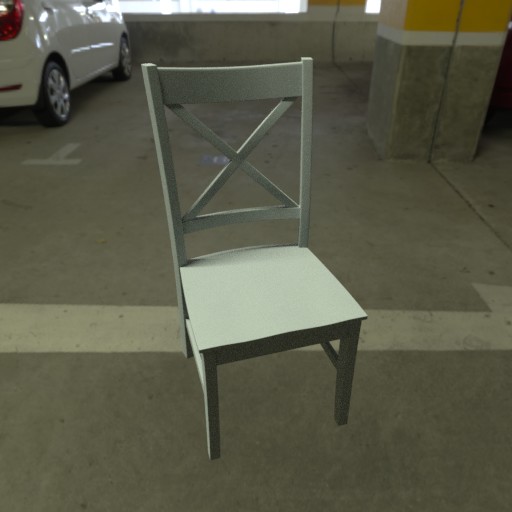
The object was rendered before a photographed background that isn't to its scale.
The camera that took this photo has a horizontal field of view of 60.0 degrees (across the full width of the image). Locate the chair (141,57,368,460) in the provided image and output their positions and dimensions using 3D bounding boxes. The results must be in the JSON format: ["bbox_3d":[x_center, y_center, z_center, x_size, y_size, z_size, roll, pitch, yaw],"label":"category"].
[{"bbox_3d":[0.000,0.000,1.279,0.485,0.983,0.542,-9,32,-14],"label":"chair"}]
